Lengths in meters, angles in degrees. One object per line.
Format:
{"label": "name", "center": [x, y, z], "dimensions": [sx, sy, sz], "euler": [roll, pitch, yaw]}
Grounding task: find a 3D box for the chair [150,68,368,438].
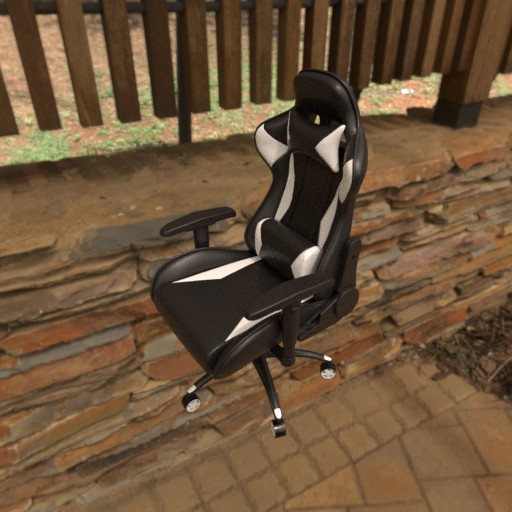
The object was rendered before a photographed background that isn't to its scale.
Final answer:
{"label": "chair", "center": [0.000, 0.000, 1.696], "dimensions": [0.695, 1.285, 0.730], "euler": [-20, 37, -29]}
